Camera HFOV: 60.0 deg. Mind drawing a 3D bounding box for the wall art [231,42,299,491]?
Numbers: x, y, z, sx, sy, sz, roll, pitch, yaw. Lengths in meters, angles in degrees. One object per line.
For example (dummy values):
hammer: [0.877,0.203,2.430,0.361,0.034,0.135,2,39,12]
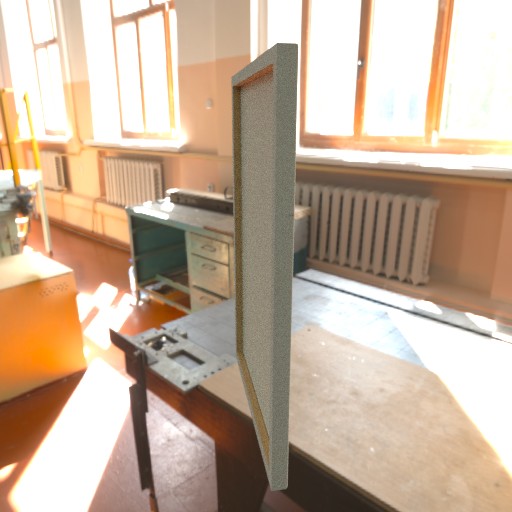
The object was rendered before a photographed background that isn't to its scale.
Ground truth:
wall art: [0.000,0.000,1.145,0.038,0.912,0.607,-3,17,-10]
